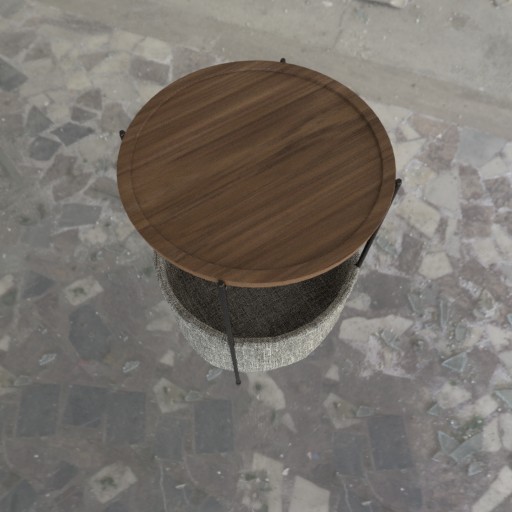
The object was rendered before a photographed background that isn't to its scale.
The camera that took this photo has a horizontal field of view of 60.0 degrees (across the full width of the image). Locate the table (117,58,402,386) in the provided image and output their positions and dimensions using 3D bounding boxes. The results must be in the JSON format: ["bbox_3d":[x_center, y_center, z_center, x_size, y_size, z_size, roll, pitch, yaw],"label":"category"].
[{"bbox_3d":[0.000,0.000,0.895,0.400,0.623,0.400,-30,67,-14],"label":"table"}]
